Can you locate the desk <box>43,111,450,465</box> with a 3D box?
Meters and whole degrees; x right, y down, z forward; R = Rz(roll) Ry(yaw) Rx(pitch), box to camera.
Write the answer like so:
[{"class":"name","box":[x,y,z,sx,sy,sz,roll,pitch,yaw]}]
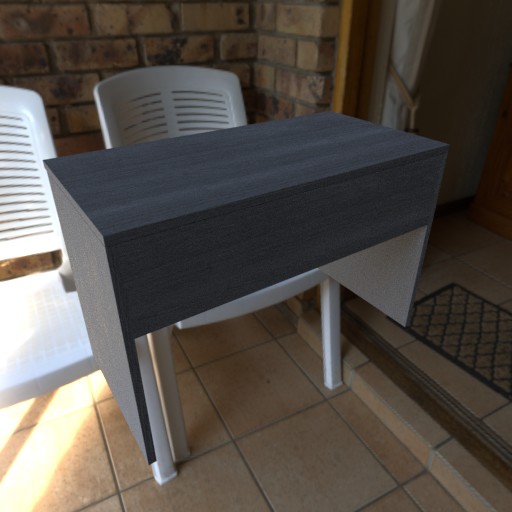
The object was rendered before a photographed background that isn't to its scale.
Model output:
[{"class":"desk","box":[0.000,0.000,1.520,1.099,0.729,0.557,-19,36,-29]}]
